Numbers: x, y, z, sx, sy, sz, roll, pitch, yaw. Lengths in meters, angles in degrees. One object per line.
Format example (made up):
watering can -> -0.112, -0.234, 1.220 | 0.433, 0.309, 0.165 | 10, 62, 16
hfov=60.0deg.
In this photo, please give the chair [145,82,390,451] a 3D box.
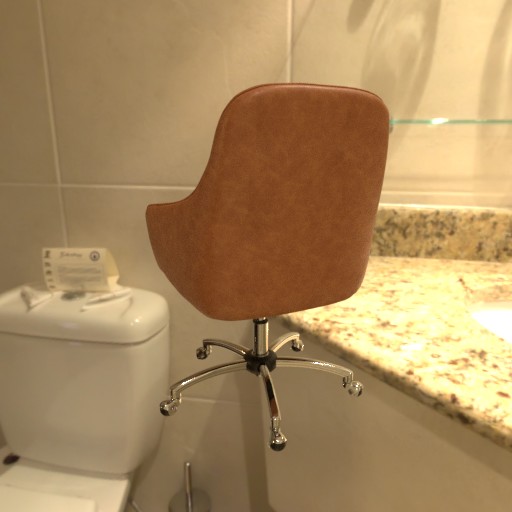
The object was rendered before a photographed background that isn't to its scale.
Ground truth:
chair -> 0.000, 0.000, 1.325 | 0.628, 0.909, 0.615 | -7, 16, -26
